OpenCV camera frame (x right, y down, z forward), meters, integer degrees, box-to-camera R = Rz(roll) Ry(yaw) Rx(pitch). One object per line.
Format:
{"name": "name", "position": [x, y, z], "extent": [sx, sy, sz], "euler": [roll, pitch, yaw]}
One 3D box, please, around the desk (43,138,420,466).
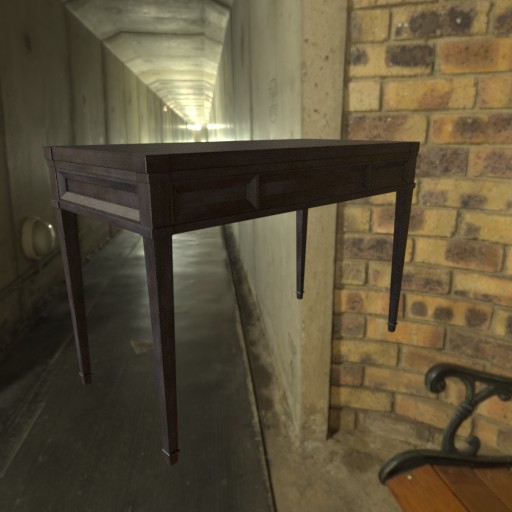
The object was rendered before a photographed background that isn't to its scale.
{"name": "desk", "position": [0.000, 0.000, 1.750], "extent": [1.289, 0.861, 0.630], "euler": [-15, 22, -42]}
